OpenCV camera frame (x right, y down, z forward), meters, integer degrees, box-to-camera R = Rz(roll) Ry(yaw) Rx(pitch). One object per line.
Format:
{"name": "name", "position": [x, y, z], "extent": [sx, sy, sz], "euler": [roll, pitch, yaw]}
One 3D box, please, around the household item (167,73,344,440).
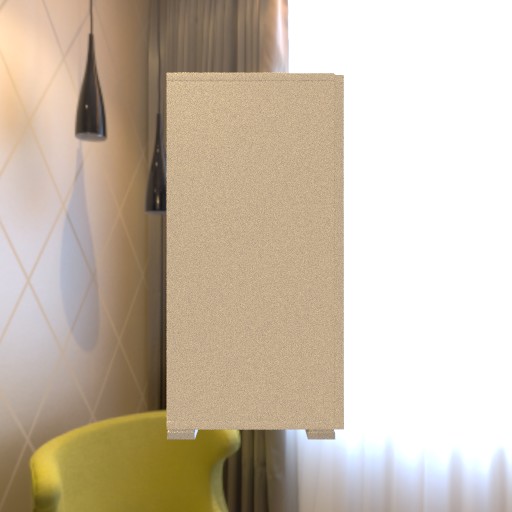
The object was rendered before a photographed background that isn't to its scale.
{"name": "household item", "position": [0.000, 0.000, 1.698], "extent": [0.420, 0.867, 1.300], "euler": [0, 0, 0]}
